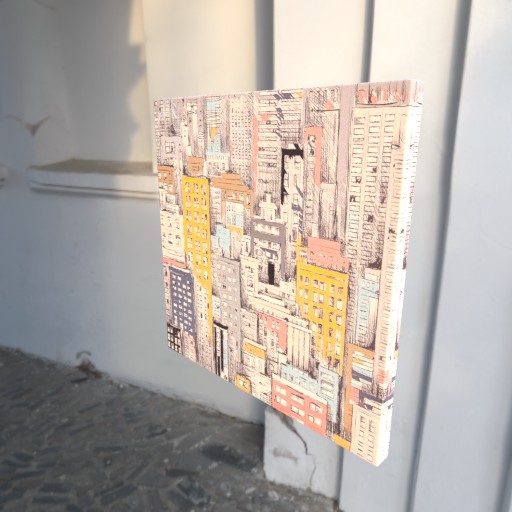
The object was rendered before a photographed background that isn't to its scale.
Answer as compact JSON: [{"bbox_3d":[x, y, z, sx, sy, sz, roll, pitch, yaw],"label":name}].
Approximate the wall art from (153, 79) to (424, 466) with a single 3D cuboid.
[{"bbox_3d":[0.000,0.000,1.097,0.761,0.762,0.048,15,22,42],"label":"wall art"}]
